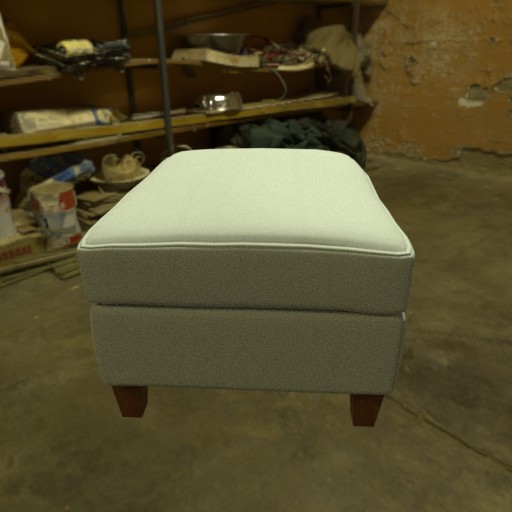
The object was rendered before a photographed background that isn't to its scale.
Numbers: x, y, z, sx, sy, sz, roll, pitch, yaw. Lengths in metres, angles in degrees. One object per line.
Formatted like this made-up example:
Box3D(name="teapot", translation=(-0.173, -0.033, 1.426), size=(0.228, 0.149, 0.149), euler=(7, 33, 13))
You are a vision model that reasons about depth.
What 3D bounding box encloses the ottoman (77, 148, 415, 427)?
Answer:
Box3D(name="ottoman", translation=(0.000, 0.000, 1.220), size=(0.634, 0.496, 0.818), euler=(1, 25, 3))
